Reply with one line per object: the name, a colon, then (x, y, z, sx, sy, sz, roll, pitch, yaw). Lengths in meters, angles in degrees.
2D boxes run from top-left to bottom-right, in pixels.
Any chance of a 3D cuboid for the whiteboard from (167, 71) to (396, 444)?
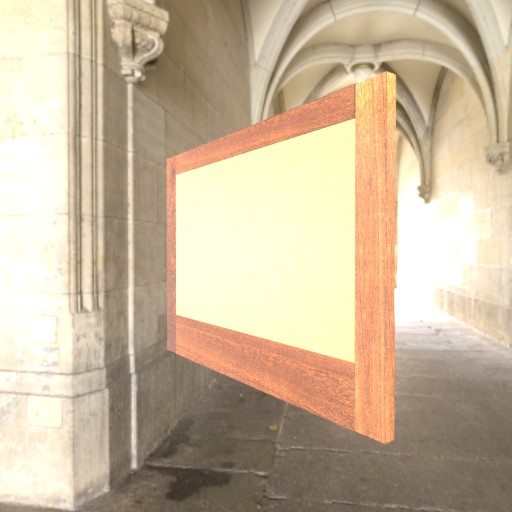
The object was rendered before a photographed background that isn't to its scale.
whiteboard: (0.000, 0.000, 1.005, 0.083, 0.559, 0.783, -1, 1, -36)
